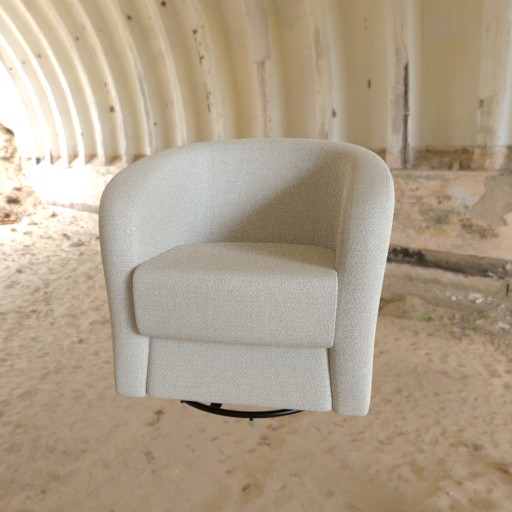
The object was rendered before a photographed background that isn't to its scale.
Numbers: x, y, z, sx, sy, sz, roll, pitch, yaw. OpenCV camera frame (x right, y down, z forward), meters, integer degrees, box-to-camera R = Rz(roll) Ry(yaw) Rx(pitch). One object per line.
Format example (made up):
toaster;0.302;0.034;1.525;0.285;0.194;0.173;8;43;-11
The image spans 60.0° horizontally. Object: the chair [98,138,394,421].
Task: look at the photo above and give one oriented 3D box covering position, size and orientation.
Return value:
chair;0.000;0.000;1.442;0.791;0.771;0.815;2;13;9
